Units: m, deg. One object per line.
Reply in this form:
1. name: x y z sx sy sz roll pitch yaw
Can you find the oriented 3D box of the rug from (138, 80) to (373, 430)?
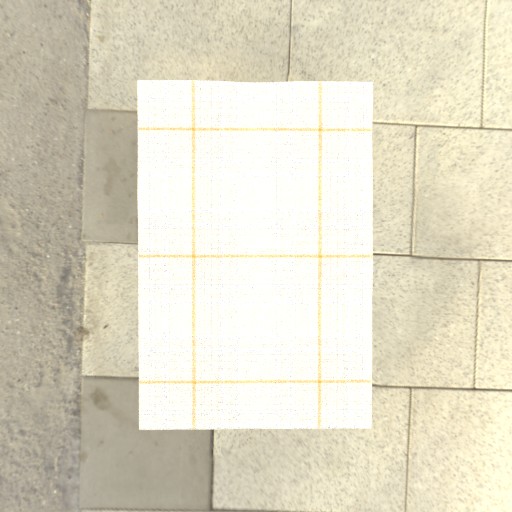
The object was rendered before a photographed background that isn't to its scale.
1. rug: 0.000 0.000 2.322 1.232 0.015 1.825 0 91 -1
